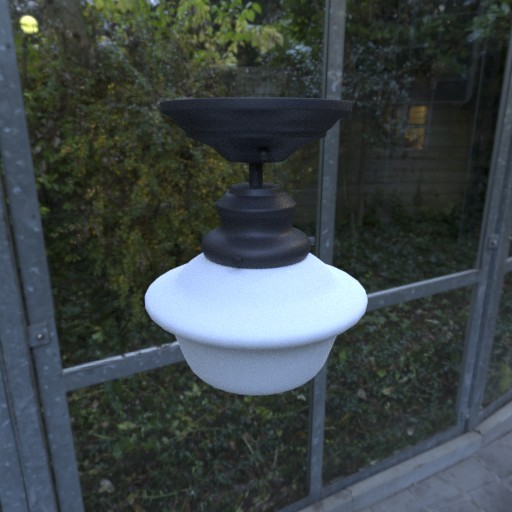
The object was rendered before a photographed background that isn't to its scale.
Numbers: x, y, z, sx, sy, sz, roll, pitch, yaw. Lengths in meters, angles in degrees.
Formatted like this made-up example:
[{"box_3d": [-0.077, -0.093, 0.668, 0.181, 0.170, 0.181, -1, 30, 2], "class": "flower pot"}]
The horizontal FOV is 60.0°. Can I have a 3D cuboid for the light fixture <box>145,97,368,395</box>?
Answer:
[{"box_3d": [0.000, 0.000, 0.389, 0.197, 0.254, 0.197, 0, 16, 0], "class": "light fixture"}]
